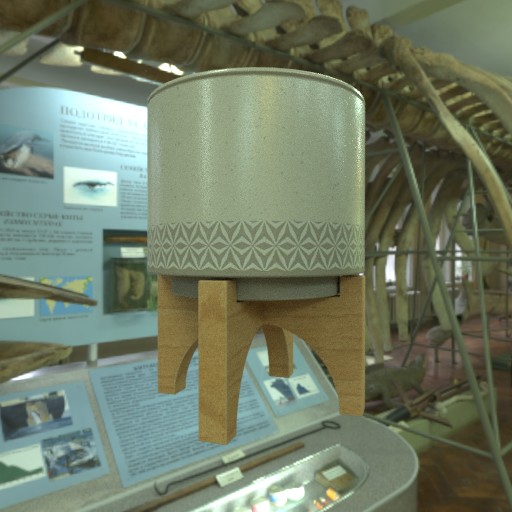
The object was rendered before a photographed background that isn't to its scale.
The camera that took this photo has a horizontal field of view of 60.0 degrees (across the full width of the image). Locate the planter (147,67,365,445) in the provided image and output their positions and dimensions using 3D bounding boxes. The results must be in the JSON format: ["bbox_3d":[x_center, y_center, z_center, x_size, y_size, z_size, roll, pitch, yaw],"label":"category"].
[{"bbox_3d":[0.000,0.000,0.272,0.130,0.178,0.130,0,1,0],"label":"planter"}]
